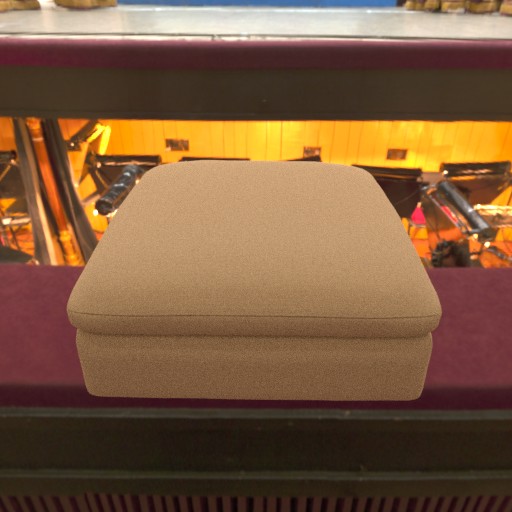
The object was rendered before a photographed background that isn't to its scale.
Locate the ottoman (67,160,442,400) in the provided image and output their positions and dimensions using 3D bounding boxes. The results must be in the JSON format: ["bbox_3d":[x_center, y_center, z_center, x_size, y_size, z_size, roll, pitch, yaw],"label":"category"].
[{"bbox_3d":[0.000,0.000,1.559,0.977,0.467,0.996,1,32,1],"label":"ottoman"}]
